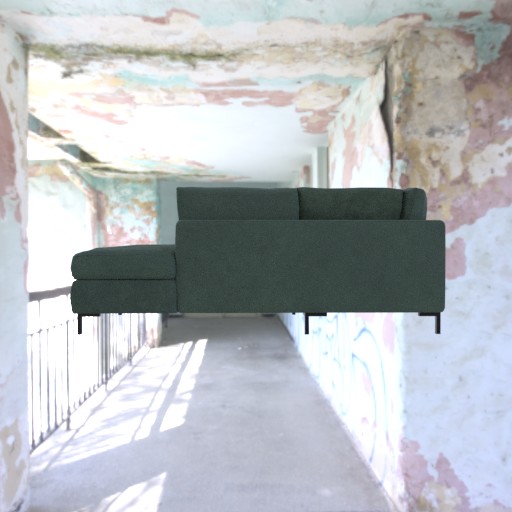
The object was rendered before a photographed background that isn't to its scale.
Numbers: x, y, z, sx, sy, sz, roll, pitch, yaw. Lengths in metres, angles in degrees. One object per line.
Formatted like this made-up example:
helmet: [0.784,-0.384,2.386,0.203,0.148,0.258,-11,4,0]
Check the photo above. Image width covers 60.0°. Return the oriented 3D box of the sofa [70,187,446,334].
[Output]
sofa: [0.000,0.000,3.210,1.707,0.687,2.486,0,1,-1]
